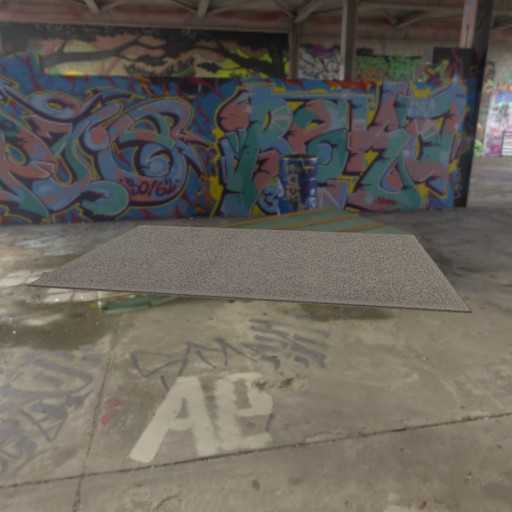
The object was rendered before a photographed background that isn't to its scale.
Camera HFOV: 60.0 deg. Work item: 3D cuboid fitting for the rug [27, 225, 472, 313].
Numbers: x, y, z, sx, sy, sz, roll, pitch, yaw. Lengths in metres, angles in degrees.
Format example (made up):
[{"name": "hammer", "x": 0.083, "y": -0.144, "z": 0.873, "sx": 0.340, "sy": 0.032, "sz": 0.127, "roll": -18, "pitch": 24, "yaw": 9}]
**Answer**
[{"name": "rug", "x": 0.000, "y": 0.000, "z": 2.362, "sx": 1.829, "sy": 0.010, "sz": 1.219, "roll": 3, "pitch": 17, "yaw": 9}]
